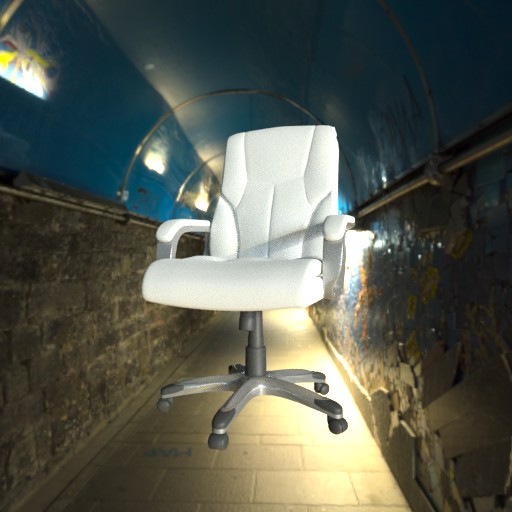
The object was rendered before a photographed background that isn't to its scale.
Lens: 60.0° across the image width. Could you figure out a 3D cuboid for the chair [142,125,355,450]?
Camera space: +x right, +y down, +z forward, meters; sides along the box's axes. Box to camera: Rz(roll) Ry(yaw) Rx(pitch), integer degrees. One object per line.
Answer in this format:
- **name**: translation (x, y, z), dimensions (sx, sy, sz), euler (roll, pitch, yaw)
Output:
- **chair**: translation (0.000, 0.000, 1.610), dimensions (0.687, 1.120, 0.738), euler (0, 0, 19)
